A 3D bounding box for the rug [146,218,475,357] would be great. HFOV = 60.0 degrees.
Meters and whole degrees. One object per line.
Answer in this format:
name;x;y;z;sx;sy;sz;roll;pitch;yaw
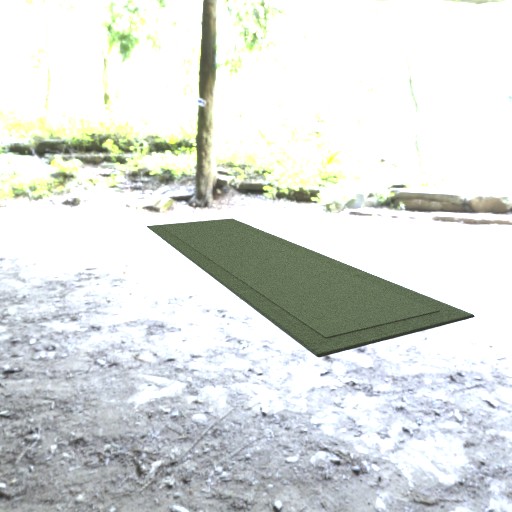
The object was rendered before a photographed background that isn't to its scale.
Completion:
rug;0.000;0.000;2.658;0.759;0.012;2.430;-7;17;-26
